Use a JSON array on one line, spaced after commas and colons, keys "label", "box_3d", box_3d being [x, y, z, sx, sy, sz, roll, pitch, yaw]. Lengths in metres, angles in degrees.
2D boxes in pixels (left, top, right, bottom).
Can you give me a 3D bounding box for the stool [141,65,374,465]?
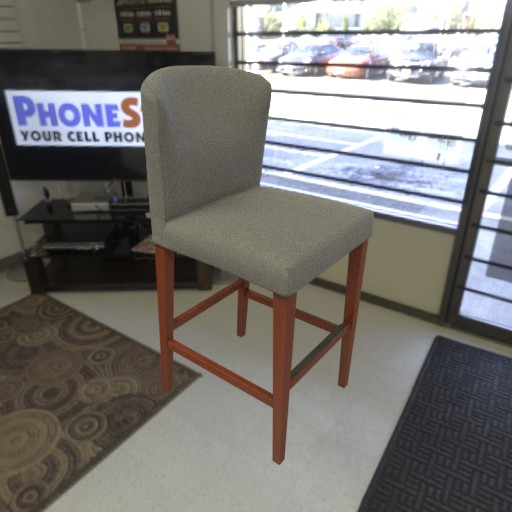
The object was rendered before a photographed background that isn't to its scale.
[{"label": "stool", "box_3d": [0.000, 0.000, 1.374, 0.568, 1.069, 0.481, 19, 32, 33]}]
